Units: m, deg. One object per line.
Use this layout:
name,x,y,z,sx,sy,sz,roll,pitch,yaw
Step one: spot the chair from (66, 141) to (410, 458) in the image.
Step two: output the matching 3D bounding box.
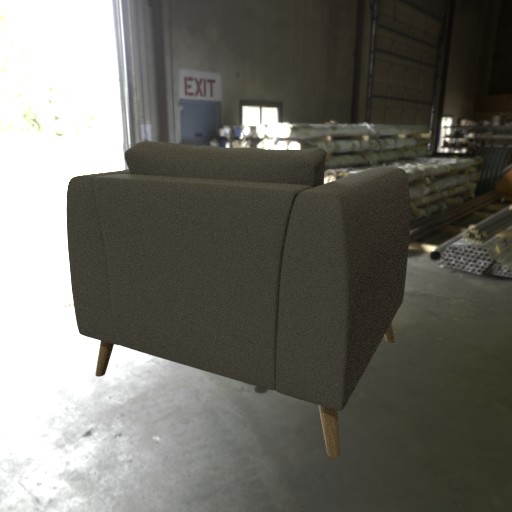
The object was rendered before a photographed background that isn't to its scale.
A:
chair,0.000,0.000,1.707,1.000,0.860,0.930,8,18,27
